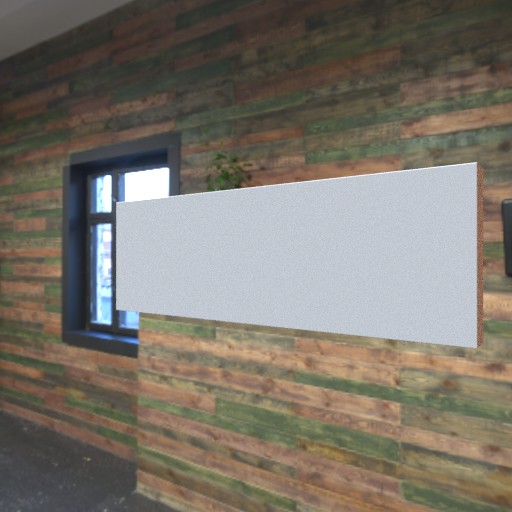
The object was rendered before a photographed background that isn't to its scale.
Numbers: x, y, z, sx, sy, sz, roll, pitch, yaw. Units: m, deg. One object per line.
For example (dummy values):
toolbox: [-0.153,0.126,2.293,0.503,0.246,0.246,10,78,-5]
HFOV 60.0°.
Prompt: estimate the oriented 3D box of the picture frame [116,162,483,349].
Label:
picture frame: [0.000,0.000,0.832,0.759,0.250,0.050,0,0,35]
